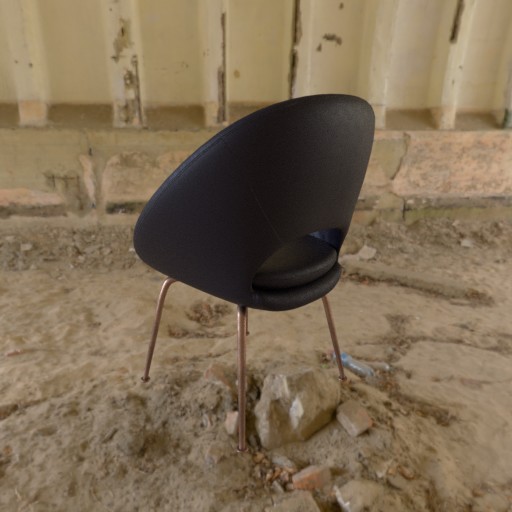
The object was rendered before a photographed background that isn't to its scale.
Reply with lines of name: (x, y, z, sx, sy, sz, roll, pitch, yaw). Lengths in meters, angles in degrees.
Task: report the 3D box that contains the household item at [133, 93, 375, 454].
household item: (0.000, 0.000, 1.268, 0.573, 0.852, 0.623, 16, 23, 42)
